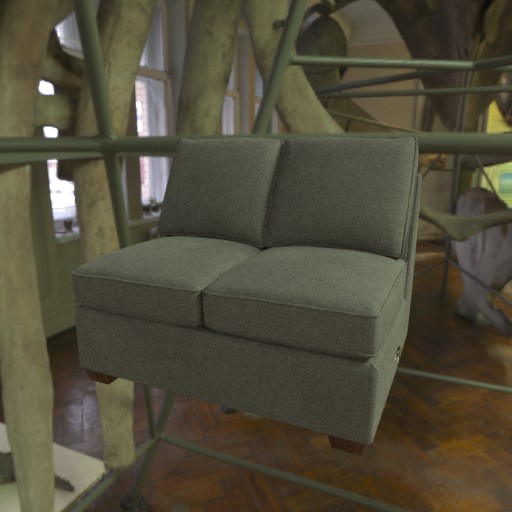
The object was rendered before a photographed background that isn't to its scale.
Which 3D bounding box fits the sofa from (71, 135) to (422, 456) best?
[{"bbox_3d":[0.000,0.000,1.911,1.237,1.008,0.951,6,15,24],"label":"sofa"}]
